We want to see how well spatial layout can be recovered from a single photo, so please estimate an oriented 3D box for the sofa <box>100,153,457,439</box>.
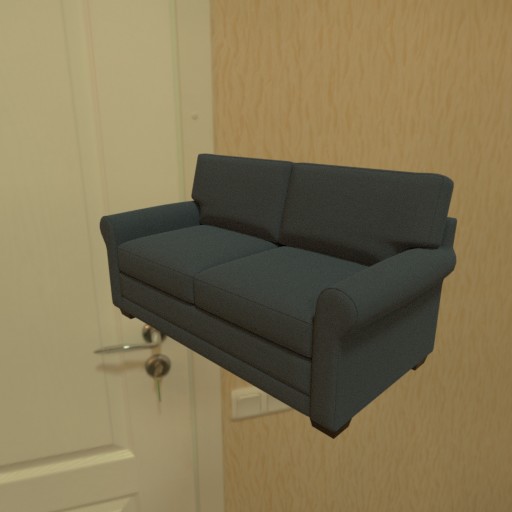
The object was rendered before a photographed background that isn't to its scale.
[{"bbox_3d":[0.000,0.000,2.534,1.930,1.020,0.940,17,24,42],"label":"sofa"}]
